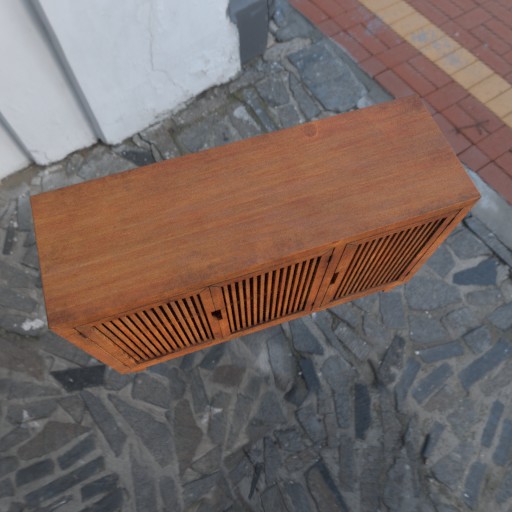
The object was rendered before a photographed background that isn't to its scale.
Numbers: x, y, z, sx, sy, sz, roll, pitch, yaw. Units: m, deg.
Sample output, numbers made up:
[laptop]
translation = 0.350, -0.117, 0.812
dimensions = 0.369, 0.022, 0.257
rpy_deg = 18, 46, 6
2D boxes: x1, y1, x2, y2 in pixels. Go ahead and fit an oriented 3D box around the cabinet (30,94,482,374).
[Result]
[cabinet]
translation = 0.000, 0.000, 1.608
dimensions = 1.204, 0.805, 0.403
rpy_deg = -17, 67, -7
